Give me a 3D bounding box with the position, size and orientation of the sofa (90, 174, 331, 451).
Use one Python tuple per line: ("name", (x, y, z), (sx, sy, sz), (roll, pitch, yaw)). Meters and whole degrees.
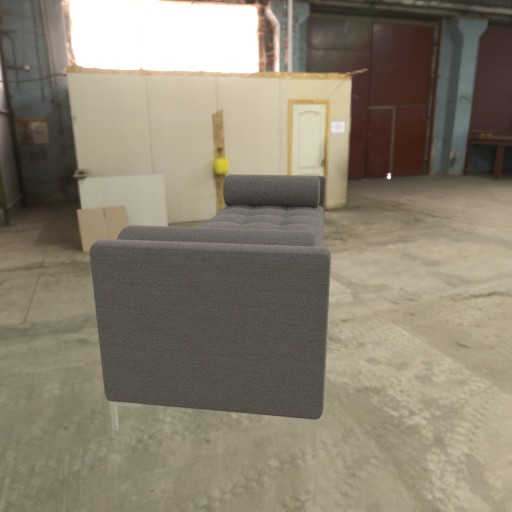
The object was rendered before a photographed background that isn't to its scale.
("sofa", (0.000, 0.000, 2.230), (0.686, 0.635, 1.981), (2, 16, 8))
